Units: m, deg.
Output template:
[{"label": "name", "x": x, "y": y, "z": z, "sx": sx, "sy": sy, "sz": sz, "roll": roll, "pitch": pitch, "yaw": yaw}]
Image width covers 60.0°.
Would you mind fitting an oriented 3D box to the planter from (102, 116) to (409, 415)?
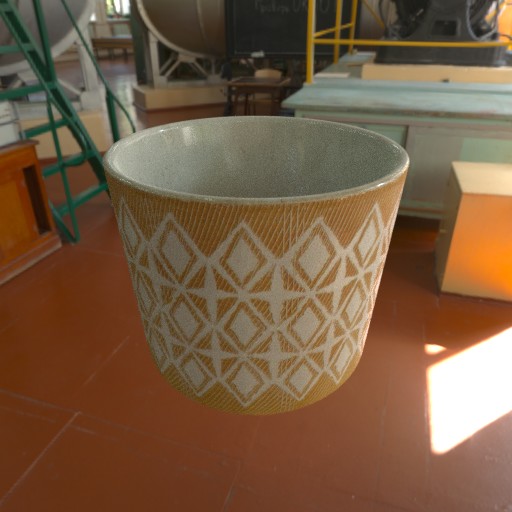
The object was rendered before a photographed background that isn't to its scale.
[{"label": "planter", "x": 0.000, "y": 0.000, "z": 0.330, "sx": 0.193, "sy": 0.165, "sz": 0.193, "roll": 0, "pitch": 29, "yaw": 0}]
